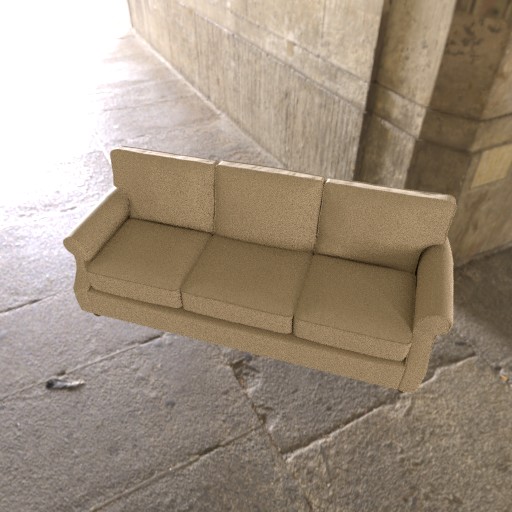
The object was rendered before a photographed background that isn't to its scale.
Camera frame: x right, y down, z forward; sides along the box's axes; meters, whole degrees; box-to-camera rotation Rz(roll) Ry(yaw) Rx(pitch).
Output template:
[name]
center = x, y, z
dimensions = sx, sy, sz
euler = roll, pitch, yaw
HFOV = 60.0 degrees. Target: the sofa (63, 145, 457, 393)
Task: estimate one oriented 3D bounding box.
[sofa]
center = 0.000, 0.000, 2.848
dimensions = 2.354, 0.948, 0.966
euler = 11, 42, 13
